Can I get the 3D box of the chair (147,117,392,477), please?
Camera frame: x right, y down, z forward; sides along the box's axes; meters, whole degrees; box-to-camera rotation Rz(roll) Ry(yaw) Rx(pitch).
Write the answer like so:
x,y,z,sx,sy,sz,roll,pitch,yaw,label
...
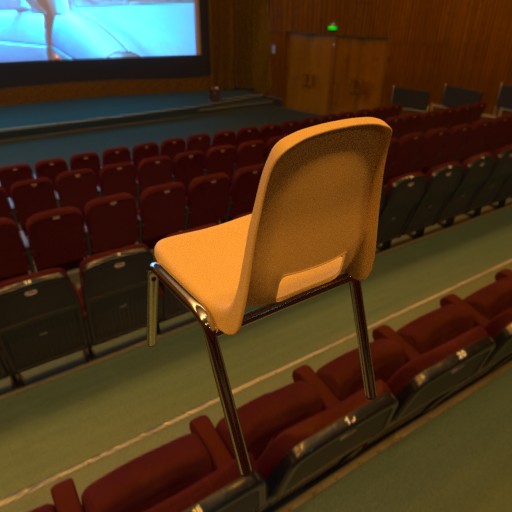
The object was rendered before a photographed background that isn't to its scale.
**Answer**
x,y,z,sx,sy,sz,roll,pitch,yaw,label
0.000,0.000,0.842,0.354,0.586,0.423,-19,36,-28,chair
